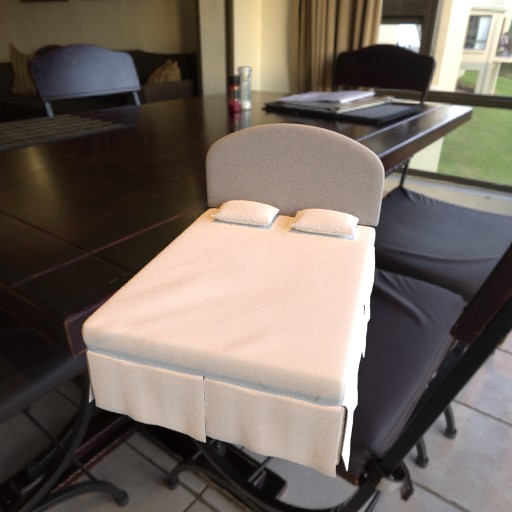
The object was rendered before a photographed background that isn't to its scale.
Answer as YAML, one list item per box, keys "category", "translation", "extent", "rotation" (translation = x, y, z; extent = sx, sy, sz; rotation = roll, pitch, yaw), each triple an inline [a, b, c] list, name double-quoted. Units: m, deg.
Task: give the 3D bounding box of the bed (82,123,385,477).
- category: "bed"
  translation: [0.000, 0.000, 3.041]
  extent: [1.607, 1.410, 2.005]
  rotation: [8, 29, 15]
